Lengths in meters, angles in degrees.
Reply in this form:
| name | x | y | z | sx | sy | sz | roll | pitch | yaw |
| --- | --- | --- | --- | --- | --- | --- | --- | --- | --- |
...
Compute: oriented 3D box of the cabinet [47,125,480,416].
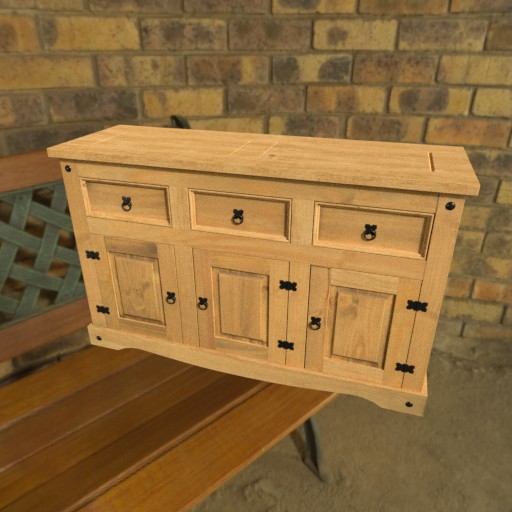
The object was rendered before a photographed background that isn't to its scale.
| name | x | y | z | sx | sy | sz | roll | pitch | yaw |
| --- | --- | --- | --- | --- | --- | --- | --- | --- | --- |
| cabinet | 0.000 | 0.000 | 1.662 | 1.321 | 0.810 | 0.432 | 8 | 28 | 15 |
